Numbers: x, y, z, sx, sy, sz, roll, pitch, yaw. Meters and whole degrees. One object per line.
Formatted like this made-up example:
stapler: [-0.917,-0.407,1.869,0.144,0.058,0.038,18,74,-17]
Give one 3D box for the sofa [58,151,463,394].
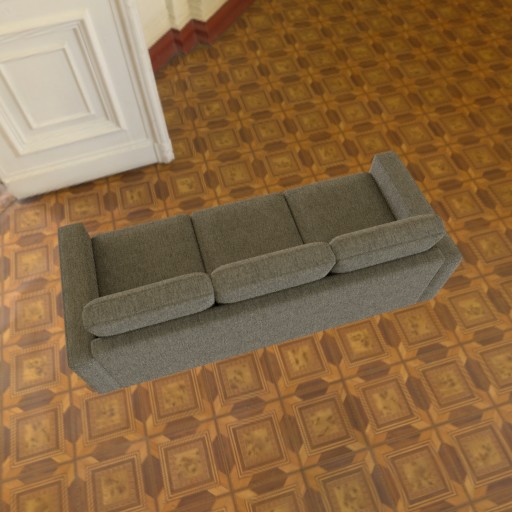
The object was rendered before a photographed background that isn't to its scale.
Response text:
sofa: [0.000,0.000,2.641,2.160,0.800,0.900,-14,59,-9]
